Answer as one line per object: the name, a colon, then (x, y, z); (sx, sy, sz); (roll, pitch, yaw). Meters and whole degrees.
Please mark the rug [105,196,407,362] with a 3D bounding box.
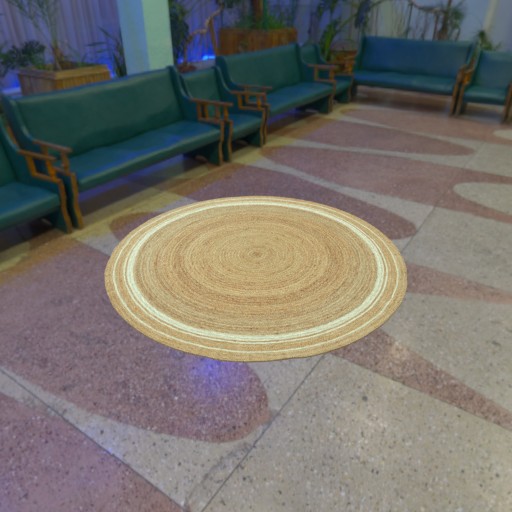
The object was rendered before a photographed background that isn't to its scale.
rug: (0.000, 0.000, 3.728); (2.444, 0.015, 2.444); (0, 32, 0)
